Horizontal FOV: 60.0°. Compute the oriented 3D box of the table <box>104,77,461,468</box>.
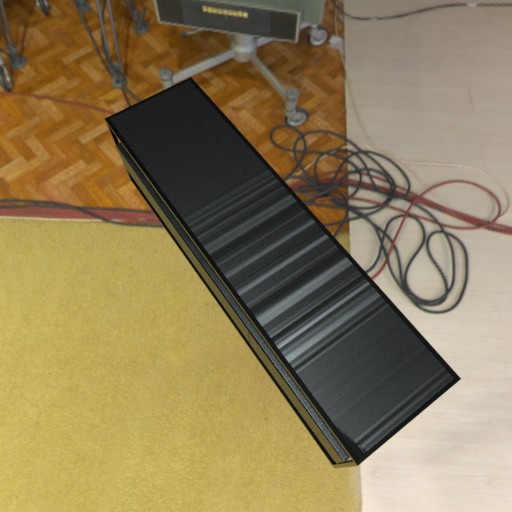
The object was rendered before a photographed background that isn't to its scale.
[{"bbox_3d":[0.000,0.000,1.671,0.399,0.395,1.486,-32,68,-15],"label":"table"}]
